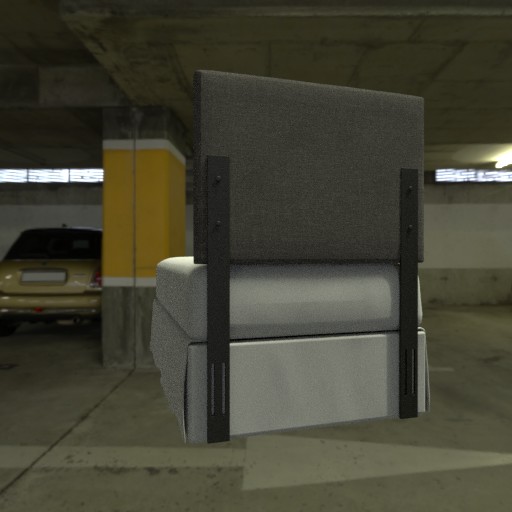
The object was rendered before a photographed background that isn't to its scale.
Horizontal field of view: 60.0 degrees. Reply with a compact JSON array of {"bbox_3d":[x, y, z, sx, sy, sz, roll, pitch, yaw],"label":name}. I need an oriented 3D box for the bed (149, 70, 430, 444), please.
[{"bbox_3d":[0.000,0.000,2.943,1.261,1.571,1.997,0,0,-17],"label":"bed"}]
